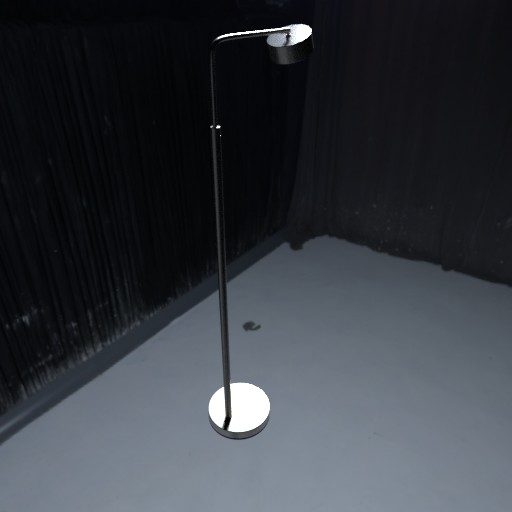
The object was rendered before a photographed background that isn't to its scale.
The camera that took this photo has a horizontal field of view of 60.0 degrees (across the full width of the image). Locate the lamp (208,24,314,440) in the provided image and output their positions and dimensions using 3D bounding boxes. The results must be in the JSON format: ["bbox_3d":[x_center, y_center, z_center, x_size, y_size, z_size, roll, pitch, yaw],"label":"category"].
[{"bbox_3d":[0.000,0.000,1.367,0.222,1.250,0.421,22,37,32],"label":"lamp"}]
